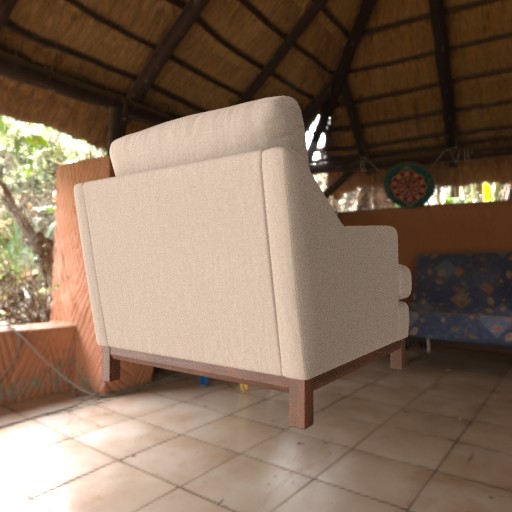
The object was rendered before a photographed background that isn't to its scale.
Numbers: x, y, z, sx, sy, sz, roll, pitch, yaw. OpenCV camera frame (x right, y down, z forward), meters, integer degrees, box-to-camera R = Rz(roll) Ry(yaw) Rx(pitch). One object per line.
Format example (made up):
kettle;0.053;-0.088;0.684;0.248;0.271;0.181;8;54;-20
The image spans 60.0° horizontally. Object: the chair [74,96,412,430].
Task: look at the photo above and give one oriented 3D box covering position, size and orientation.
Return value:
chair;0.000;0.000;1.703;0.912;0.916;1.001;-1;-1;35
